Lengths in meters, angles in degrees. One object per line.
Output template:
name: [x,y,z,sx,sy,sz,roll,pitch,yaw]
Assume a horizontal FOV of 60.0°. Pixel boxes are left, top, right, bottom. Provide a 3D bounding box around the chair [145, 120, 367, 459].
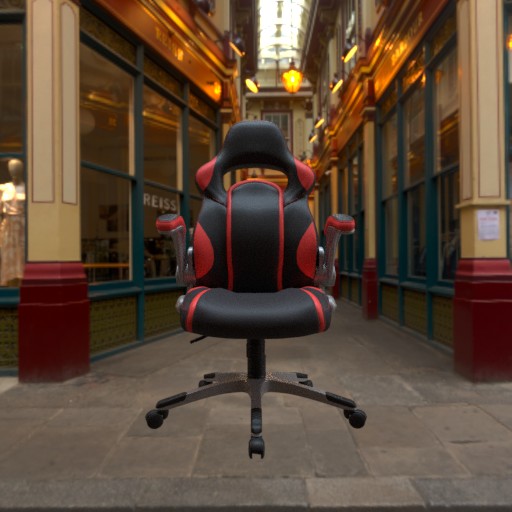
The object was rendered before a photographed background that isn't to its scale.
chair: [0.000,0.000,1.607,0.758,1.165,0.712,0,0,0]
